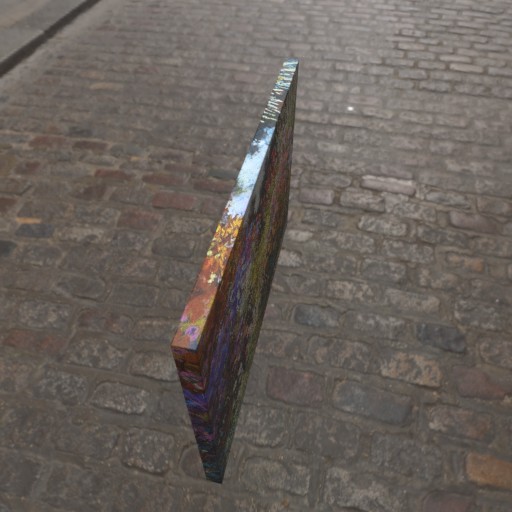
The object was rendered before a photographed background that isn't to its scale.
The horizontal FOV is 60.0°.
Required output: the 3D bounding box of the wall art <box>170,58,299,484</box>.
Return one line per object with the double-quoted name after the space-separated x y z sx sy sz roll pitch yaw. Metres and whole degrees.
0.000 0.000 1.117 0.037 0.604 0.908 9 48 8 "wall art"
